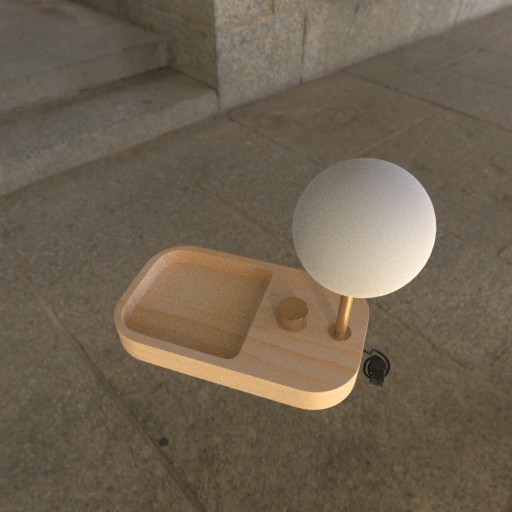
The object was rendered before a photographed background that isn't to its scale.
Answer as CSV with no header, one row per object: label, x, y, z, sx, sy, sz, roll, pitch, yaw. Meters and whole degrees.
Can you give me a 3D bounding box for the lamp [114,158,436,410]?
lamp,0.000,0.000,0.470,0.331,0.253,0.173,13,44,13
